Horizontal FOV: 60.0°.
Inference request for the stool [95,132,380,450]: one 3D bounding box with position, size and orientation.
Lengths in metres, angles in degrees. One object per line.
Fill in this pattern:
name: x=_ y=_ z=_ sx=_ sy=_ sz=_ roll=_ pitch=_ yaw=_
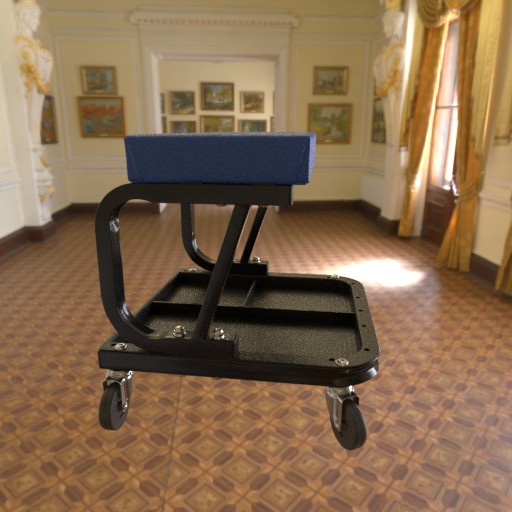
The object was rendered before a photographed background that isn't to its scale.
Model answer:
stool: x=0.000 y=0.000 z=0.707 sx=0.371 sy=0.380 sz=0.446 roll=2 pitch=16 yaw=8
